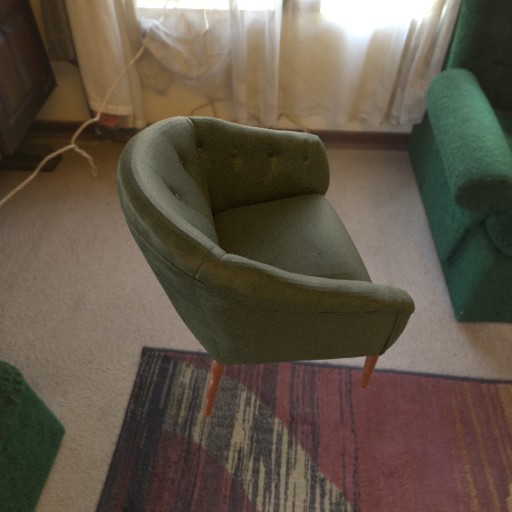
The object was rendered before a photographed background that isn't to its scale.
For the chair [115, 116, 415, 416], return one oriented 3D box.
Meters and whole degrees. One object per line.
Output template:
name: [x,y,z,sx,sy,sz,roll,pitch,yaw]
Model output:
chair: [0.000,0.000,1.533,0.776,0.885,0.851,-9,48,-8]
